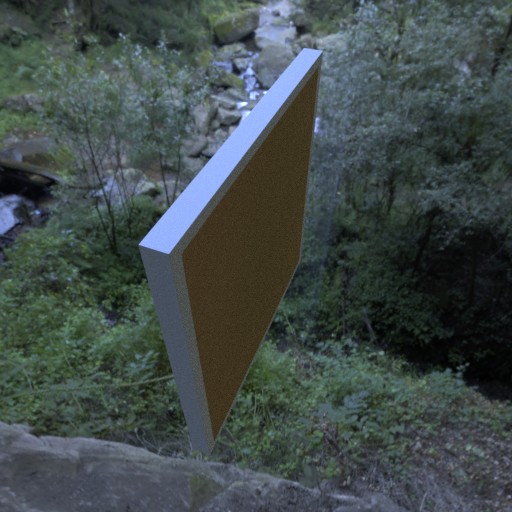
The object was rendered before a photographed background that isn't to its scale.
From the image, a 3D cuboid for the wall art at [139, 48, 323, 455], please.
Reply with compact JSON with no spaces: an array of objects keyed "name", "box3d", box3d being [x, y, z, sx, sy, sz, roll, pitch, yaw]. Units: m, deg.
[{"name":"wall art","box3d":[0.000,0.000,0.460,0.020,0.307,0.307,16,48,15]}]
